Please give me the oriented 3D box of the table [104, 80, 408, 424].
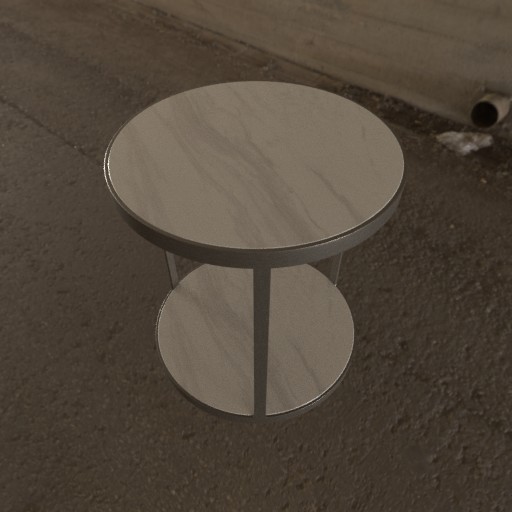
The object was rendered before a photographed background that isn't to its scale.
[{"bbox_3d":[0.000,0.000,0.839,0.445,0.479,0.445,0,46,0],"label":"table"}]
